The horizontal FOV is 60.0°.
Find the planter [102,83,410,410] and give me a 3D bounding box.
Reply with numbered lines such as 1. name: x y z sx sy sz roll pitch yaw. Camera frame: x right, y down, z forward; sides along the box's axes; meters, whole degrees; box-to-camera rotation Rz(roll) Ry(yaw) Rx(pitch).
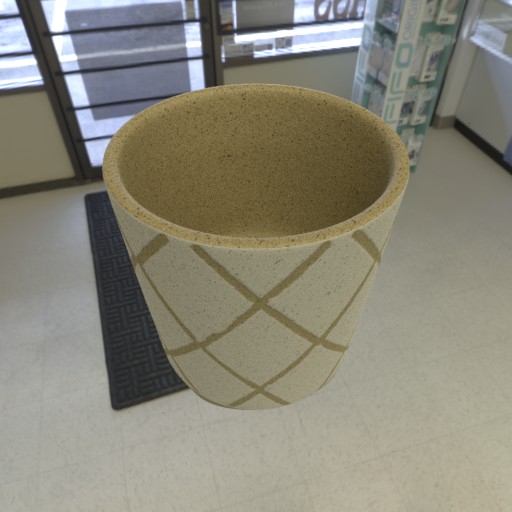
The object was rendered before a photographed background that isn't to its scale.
1. planter: 0.000 0.000 0.418 0.228 0.235 0.228 0 44 0
